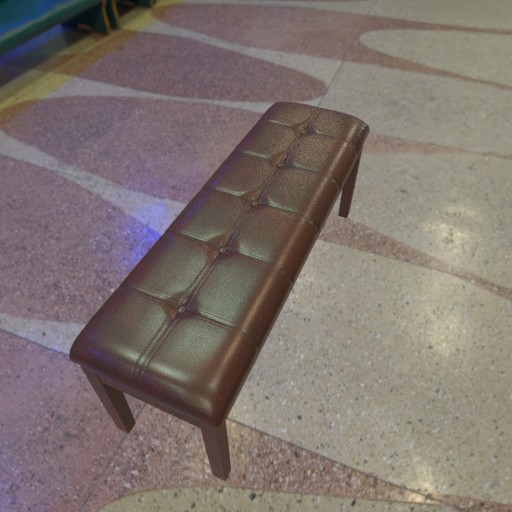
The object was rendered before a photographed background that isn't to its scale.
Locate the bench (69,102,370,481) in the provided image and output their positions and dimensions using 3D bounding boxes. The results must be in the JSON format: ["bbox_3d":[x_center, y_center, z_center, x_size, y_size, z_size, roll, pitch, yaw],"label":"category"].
[{"bbox_3d":[0.000,0.000,1.489,0.401,0.491,1.259,18,50,16],"label":"bench"}]
